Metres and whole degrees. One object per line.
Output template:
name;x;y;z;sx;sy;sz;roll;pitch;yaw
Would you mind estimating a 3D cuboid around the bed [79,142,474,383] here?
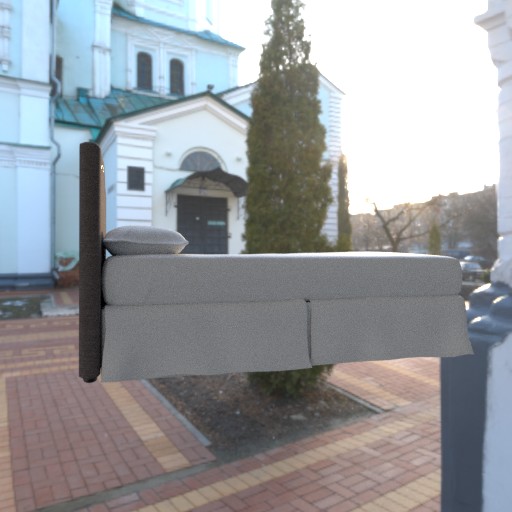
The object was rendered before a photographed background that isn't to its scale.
bed;0.000;0.000;3.800;2.689;1.457;2.161;0;0;-18
